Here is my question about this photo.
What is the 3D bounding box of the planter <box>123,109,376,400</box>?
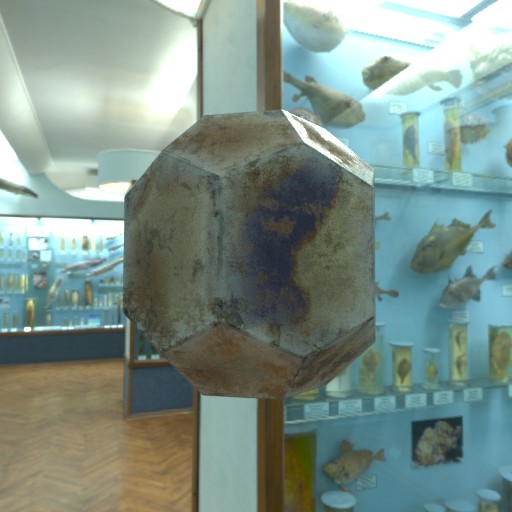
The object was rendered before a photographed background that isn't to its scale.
[{"bbox_3d":[0.000,0.000,0.424,0.243,0.238,0.221,1,-3,-18],"label":"planter"}]
